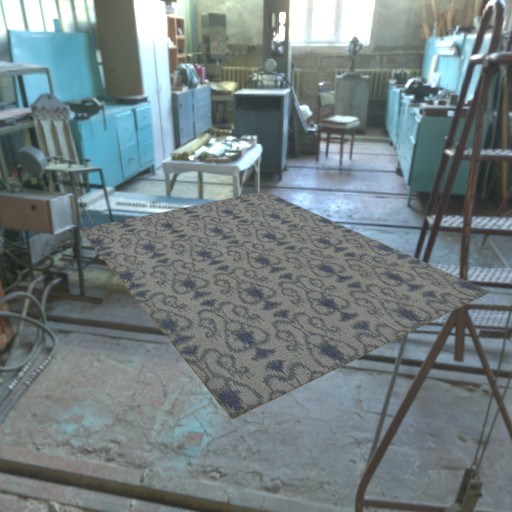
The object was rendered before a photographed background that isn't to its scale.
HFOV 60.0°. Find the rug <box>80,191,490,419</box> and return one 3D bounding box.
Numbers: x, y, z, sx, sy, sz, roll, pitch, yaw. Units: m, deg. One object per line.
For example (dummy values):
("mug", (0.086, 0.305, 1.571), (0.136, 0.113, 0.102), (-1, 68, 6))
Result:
("rug", (0.000, 0.000, 4.171), (2.437, 0.015, 3.205), (-16, 30, -30))
